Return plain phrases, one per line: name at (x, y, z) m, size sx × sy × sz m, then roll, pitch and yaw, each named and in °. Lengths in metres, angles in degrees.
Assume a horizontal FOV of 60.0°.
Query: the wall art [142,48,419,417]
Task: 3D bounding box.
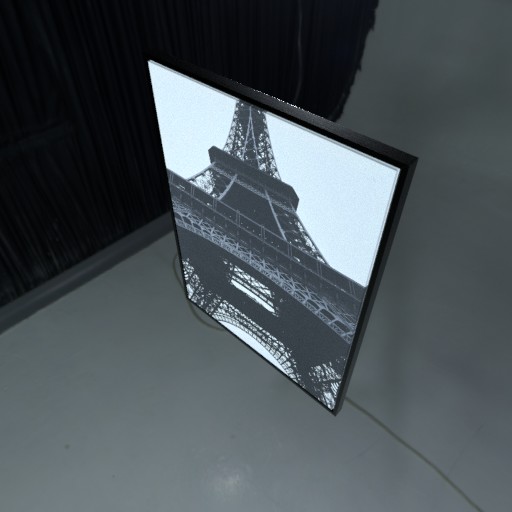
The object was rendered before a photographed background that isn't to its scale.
wall art at (0.000, 0.000, 1.404) m, size 0.805 × 1.062 × 0.040 m, roll 33°, pitch 54°, yaw 28°
